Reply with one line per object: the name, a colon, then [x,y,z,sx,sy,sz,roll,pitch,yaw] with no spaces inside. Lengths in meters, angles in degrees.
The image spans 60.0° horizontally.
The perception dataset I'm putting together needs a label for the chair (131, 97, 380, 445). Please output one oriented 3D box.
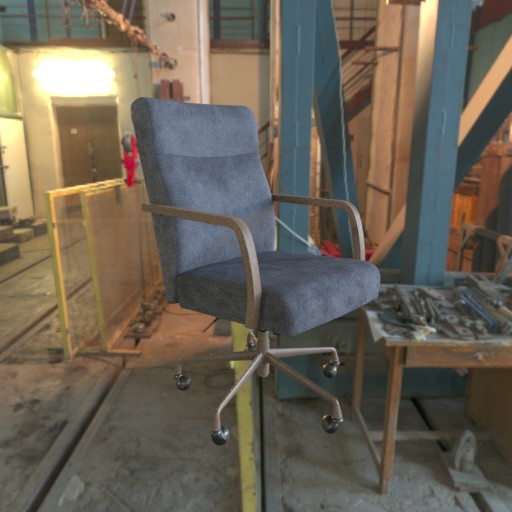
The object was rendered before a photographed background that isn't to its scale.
chair: [0.000,0.000,1.498,0.741,1.029,0.640,13,19,43]
